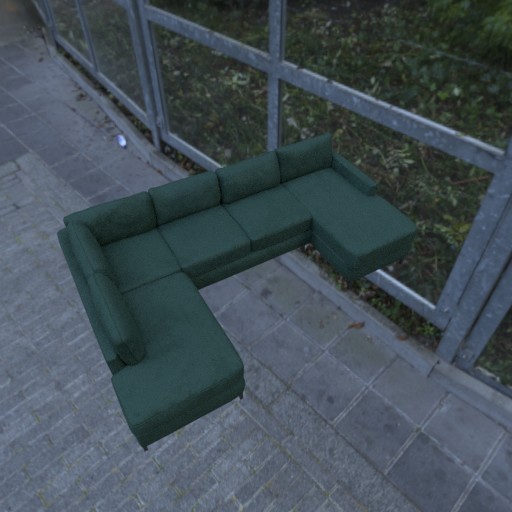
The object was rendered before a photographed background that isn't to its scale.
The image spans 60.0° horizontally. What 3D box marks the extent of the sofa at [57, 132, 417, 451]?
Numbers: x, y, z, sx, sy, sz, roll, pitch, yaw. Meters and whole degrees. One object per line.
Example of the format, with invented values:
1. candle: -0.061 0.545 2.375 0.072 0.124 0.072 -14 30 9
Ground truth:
1. sofa: 0.000 0.000 3.954 2.994 0.861 1.992 -23 49 -21
